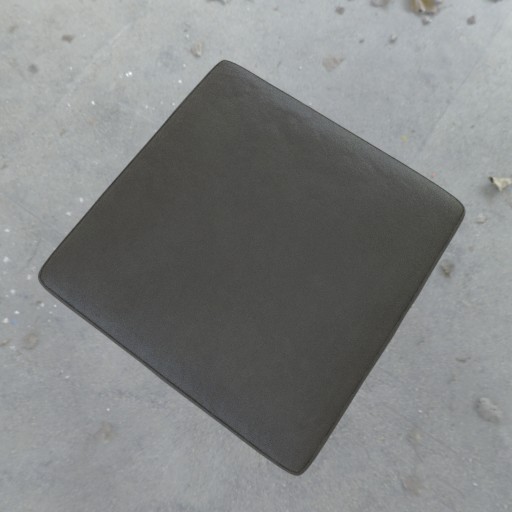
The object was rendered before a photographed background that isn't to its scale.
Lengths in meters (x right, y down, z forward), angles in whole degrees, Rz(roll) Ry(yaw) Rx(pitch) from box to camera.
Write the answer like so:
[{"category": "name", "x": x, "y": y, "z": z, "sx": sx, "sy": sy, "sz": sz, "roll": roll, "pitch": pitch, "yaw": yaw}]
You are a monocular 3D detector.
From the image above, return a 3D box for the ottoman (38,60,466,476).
[{"category": "ottoman", "x": 0.000, "y": 0.000, "z": 1.291, "sx": 0.844, "sy": 0.415, "sz": 0.836, "roll": 34, "pitch": 77, "yaw": 9}]
